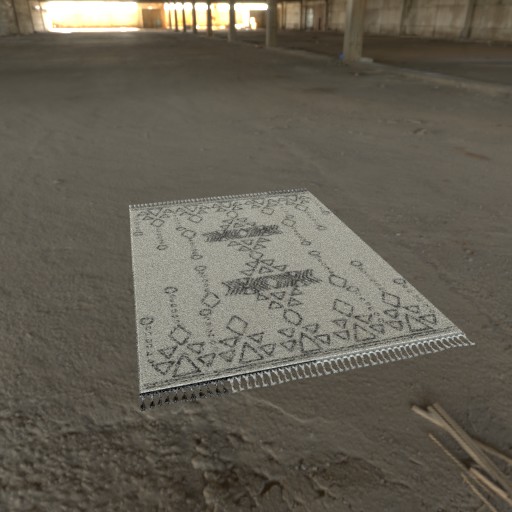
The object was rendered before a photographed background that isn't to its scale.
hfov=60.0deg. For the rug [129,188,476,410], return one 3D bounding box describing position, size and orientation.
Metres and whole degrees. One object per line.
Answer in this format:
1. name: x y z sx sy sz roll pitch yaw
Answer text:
1. rug: 0.000 0.000 2.960 1.600 0.013 2.312 -7 29 -13
